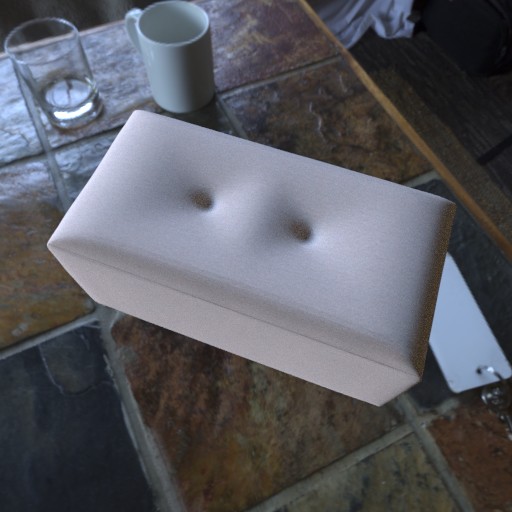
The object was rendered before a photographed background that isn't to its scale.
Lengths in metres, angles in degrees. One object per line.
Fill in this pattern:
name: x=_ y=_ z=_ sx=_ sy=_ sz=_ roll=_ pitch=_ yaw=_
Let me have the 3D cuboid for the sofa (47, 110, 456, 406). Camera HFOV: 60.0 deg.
sofa: x=0.000 y=0.000 z=1.237 sx=0.930 sy=0.470 sz=0.480 roll=18 pitch=65 yaw=9
